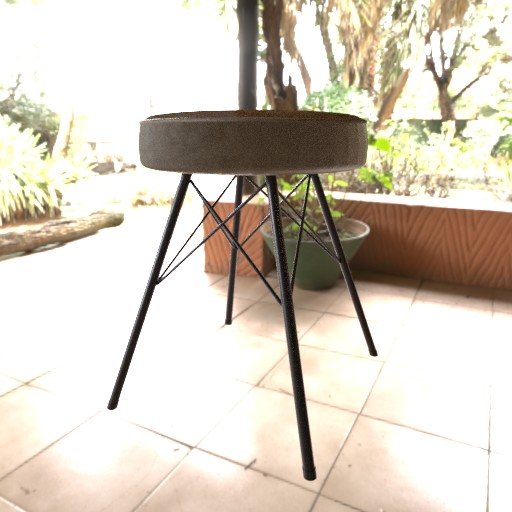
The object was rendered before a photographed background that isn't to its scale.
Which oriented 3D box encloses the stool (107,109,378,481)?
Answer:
[{"bbox_3d":[0.000,0.000,0.877,0.423,0.538,0.457,7,17,26],"label":"stool"}]
